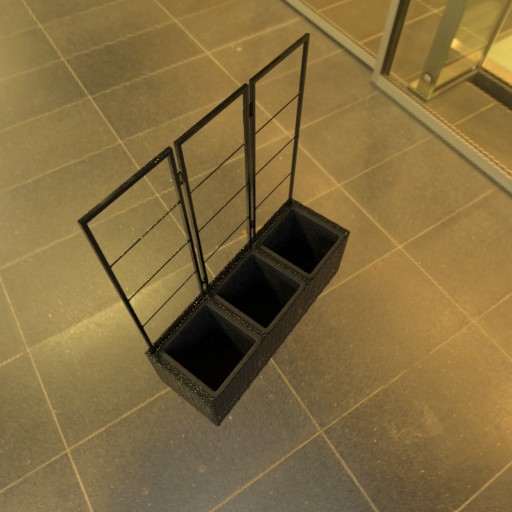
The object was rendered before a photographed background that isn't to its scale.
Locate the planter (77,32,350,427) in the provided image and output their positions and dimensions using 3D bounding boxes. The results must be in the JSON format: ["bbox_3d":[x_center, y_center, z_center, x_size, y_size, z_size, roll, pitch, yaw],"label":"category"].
[{"bbox_3d":[0.000,0.000,1.176,0.244,0.841,0.698,33,63,19],"label":"planter"}]
